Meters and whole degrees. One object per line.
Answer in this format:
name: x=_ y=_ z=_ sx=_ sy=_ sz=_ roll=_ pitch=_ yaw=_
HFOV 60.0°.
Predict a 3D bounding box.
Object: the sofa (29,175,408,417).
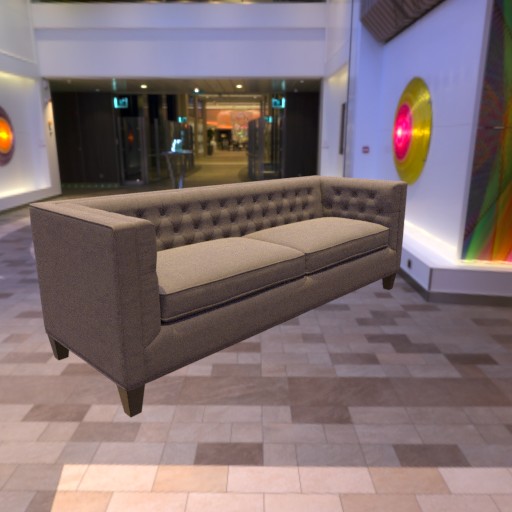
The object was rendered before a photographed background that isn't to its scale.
sofa: x=0.000 y=0.000 z=2.574 sx=0.775 sy=0.762 sz=2.159 roll=14 pitch=20 yaw=42
